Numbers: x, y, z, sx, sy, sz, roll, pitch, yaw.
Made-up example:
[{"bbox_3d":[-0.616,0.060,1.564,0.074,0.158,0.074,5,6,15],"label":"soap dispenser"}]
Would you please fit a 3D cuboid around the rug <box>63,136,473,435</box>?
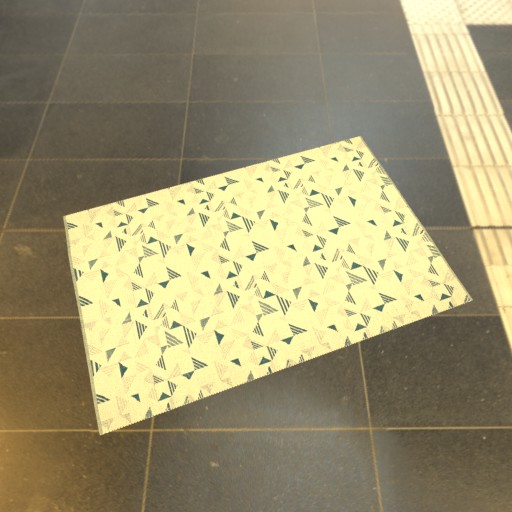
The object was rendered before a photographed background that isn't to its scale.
[{"bbox_3d":[0.000,0.000,2.307,1.835,0.003,1.206,-17,60,-10],"label":"rug"}]
